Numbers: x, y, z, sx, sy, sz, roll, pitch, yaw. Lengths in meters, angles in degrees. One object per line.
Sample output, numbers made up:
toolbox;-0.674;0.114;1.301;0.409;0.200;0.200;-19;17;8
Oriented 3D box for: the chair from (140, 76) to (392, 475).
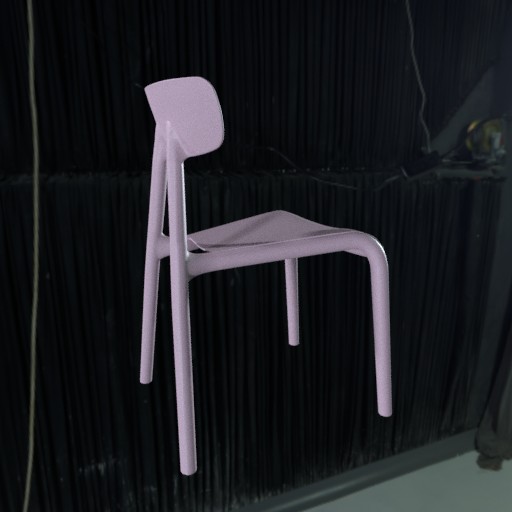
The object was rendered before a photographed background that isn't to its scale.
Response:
chair;0.000;0.000;0.825;0.401;0.580;0.356;-7;16;-25
